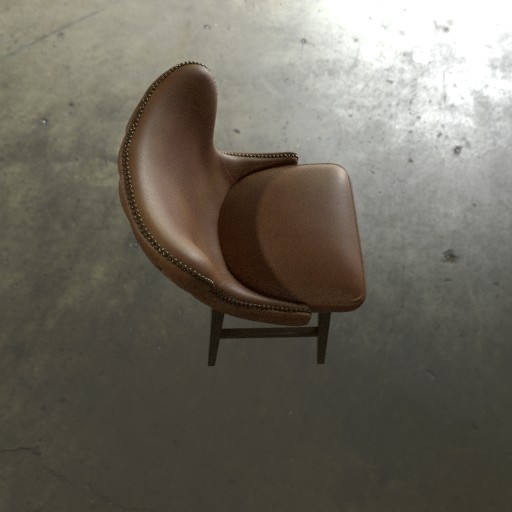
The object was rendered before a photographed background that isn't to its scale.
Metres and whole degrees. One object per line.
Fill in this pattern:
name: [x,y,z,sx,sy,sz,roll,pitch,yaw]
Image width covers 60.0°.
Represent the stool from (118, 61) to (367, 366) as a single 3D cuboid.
stool: [0.000,0.000,1.439,0.606,1.087,0.591,-1,64,-1]
